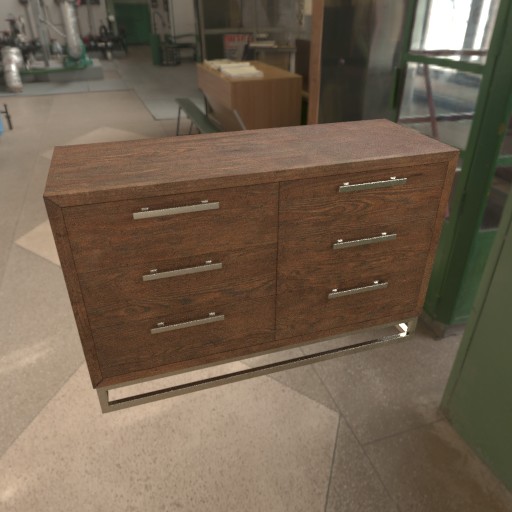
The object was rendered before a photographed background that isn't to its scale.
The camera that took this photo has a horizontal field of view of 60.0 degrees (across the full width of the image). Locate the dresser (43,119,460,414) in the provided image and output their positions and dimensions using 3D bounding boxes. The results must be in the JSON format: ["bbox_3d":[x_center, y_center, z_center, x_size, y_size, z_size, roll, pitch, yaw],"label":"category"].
[{"bbox_3d":[0.000,0.000,2.165,1.646,1.061,0.623,-9,32,-15],"label":"dresser"}]
